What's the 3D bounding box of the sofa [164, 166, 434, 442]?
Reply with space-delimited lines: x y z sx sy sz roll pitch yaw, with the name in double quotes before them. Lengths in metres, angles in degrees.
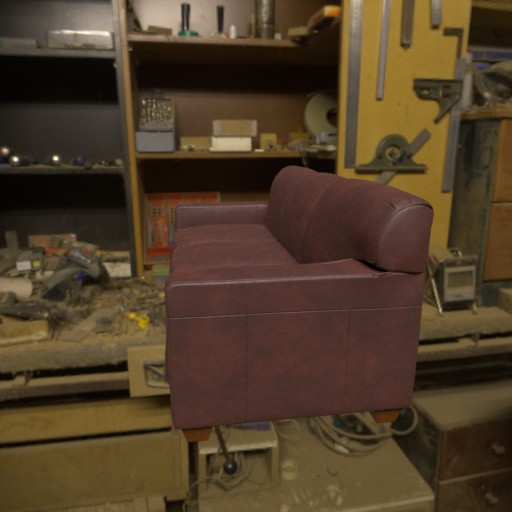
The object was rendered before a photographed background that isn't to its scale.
"sofa" 0.000 0.000 2.554 1.008 0.953 2.039 -2 15 -9
